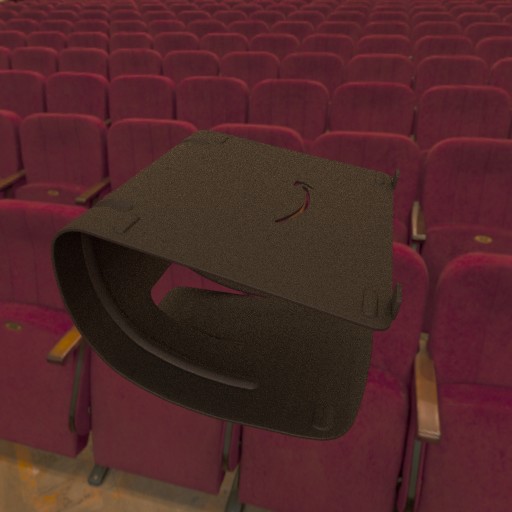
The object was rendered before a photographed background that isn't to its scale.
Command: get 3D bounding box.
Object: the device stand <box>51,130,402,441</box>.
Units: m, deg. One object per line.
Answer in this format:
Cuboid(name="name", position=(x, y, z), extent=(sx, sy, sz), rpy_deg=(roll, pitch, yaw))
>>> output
Cuboid(name="device stand", position=(0.000, 0.000, 0.405), extent=(0.236, 0.155, 0.256), rpy_deg=(8, 32, 13))
